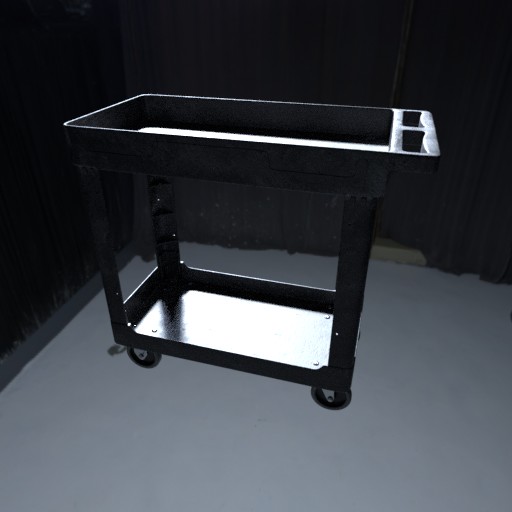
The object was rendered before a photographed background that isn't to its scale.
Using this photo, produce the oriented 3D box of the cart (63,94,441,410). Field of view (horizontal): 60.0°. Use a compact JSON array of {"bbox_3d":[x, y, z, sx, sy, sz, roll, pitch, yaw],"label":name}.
[{"bbox_3d":[0.000,0.000,1.347,0.877,0.824,0.420,8,31,14],"label":"cart"}]
